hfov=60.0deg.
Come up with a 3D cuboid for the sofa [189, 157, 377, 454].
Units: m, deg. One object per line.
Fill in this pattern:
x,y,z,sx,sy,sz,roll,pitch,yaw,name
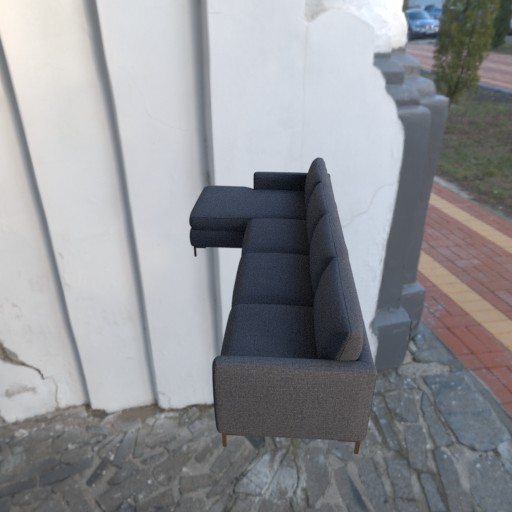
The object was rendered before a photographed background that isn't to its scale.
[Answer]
0.000,0.000,2.892,1.125,0.673,2.445,2,29,3,sofa
